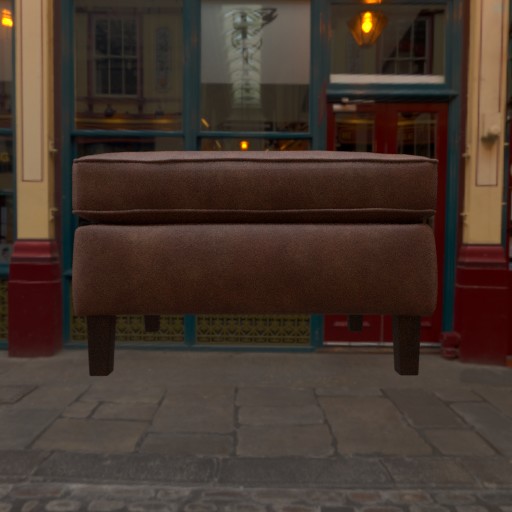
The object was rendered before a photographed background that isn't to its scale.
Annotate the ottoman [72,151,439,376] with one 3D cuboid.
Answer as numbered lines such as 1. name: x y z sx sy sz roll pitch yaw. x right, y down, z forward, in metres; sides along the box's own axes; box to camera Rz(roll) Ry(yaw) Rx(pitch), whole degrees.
1. ottoman: 0.000 0.000 1.001 0.665 0.418 0.501 0 1 0
